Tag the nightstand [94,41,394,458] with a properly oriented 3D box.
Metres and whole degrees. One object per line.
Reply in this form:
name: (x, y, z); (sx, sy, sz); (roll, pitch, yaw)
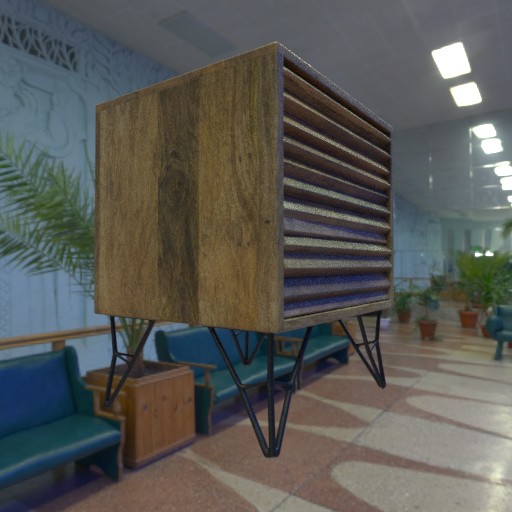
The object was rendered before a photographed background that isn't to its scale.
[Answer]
nightstand: (0.000, 0.000, 0.882); (0.406, 0.559, 0.457); (-1, -1, 36)
